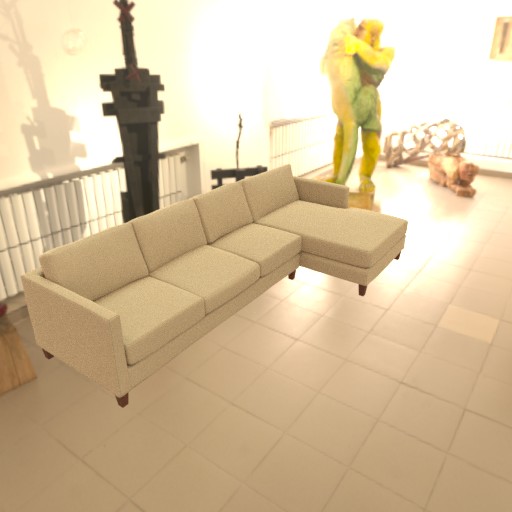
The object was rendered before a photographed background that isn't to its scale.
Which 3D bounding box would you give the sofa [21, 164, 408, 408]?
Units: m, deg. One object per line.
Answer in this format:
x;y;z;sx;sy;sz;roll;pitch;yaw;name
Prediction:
0.000;0.000;3.795;1.625;0.861;3.186;17;31;32;sofa
